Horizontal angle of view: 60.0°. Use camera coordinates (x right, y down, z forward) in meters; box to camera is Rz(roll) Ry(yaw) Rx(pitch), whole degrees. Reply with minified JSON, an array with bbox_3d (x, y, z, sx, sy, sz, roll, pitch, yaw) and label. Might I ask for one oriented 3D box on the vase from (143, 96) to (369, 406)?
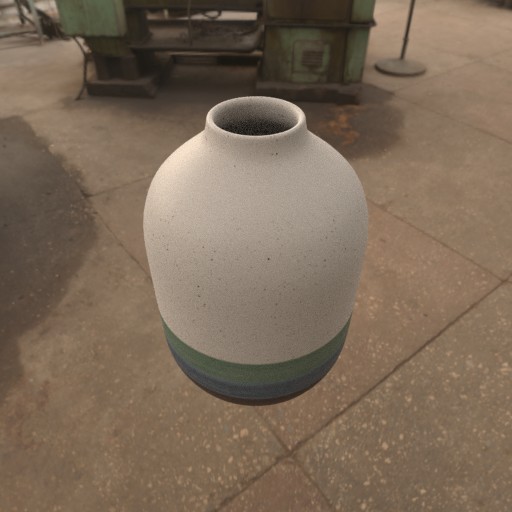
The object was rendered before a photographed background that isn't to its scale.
[{"bbox_3d":[0.000,0.000,0.363,0.169,0.240,0.169,0,41,0],"label":"vase"}]
